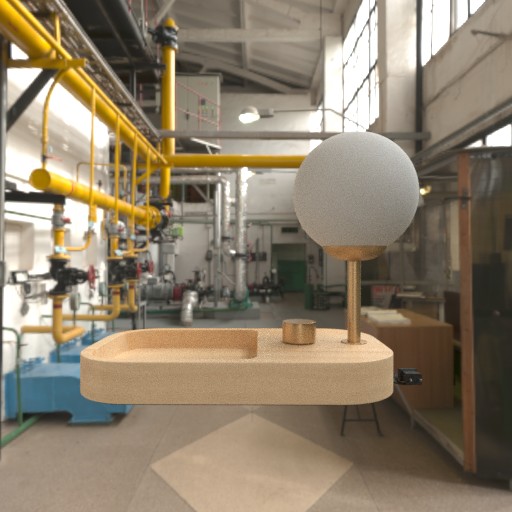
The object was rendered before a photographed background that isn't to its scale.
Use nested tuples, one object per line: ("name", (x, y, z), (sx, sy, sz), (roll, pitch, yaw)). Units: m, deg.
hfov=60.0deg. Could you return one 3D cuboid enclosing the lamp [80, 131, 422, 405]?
("lamp", (0.000, 0.000, 0.458), (0.331, 0.253, 0.173), (0, 0, 0))
